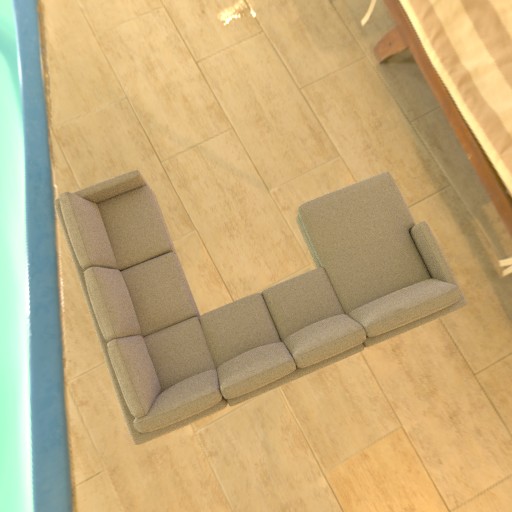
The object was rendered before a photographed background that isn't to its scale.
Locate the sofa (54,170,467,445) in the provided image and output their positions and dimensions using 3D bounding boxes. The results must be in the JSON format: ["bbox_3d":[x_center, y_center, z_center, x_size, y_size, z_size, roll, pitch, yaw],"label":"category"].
[{"bbox_3d":[0.000,0.000,4.652,3.460,0.959,2.593,-22,79,-5],"label":"sofa"}]
